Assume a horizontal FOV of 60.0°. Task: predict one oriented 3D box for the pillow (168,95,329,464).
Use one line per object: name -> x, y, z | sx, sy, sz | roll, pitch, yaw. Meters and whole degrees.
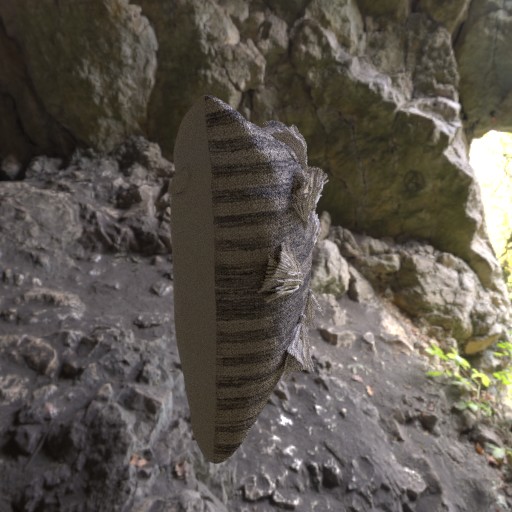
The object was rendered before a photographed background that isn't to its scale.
pillow -> 0.000, 0.000, 0.782 | 0.234, 0.490, 0.484 | 3, 14, 11
